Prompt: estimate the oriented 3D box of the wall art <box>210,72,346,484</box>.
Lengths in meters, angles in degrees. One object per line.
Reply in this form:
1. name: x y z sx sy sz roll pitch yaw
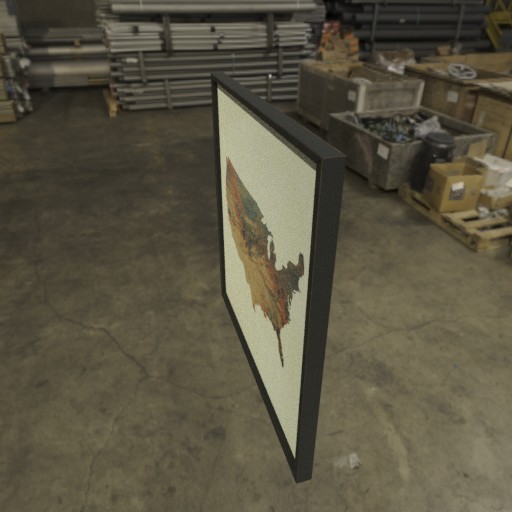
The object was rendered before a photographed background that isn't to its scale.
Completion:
1. wall art: 0.000 0.000 1.127 0.038 0.762 0.762 -9 32 -14
